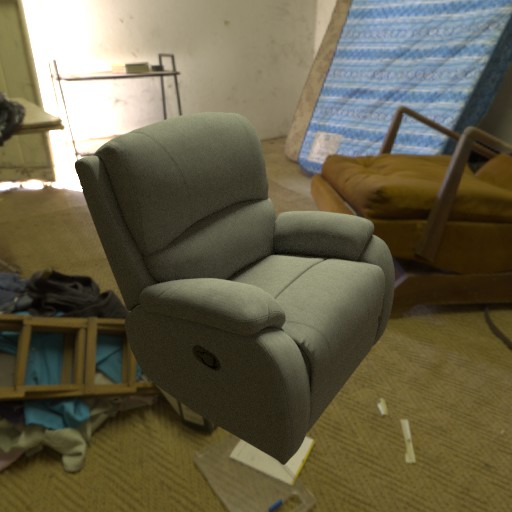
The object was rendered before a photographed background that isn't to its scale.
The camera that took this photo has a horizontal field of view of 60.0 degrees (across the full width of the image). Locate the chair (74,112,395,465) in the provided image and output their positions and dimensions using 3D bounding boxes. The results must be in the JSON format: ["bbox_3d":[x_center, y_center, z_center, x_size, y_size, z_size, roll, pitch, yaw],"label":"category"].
[{"bbox_3d":[0.000,0.000,1.737,0.899,1.011,0.930,17,31,31],"label":"chair"}]
